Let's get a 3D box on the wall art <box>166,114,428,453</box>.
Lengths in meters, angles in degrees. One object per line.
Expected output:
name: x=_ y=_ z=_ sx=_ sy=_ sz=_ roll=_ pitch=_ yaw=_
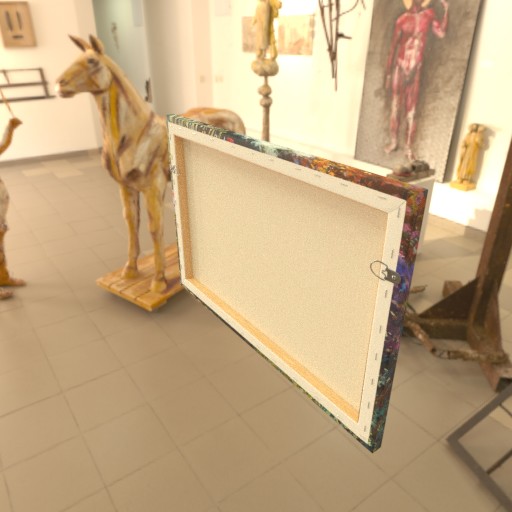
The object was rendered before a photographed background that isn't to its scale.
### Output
wall art: x=0.000 y=0.000 z=1.476 sx=0.042 sy=0.760 sz=1.136 roll=-18 pitch=32 yaw=-32
